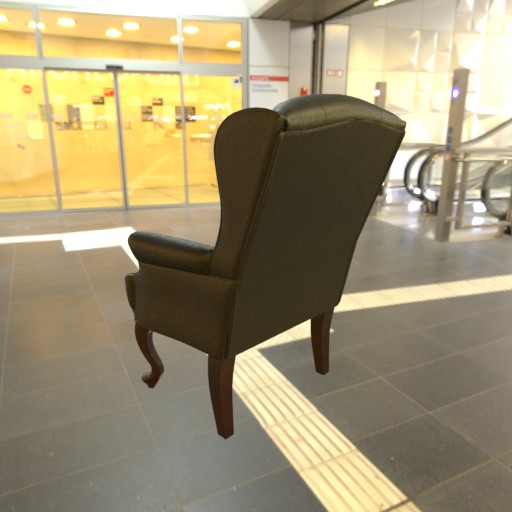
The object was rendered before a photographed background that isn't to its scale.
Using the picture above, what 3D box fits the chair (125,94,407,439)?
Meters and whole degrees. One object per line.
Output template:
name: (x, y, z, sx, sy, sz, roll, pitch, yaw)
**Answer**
chair: (0.000, 0.000, 1.689, 0.822, 1.133, 0.831, 15, 22, 42)
